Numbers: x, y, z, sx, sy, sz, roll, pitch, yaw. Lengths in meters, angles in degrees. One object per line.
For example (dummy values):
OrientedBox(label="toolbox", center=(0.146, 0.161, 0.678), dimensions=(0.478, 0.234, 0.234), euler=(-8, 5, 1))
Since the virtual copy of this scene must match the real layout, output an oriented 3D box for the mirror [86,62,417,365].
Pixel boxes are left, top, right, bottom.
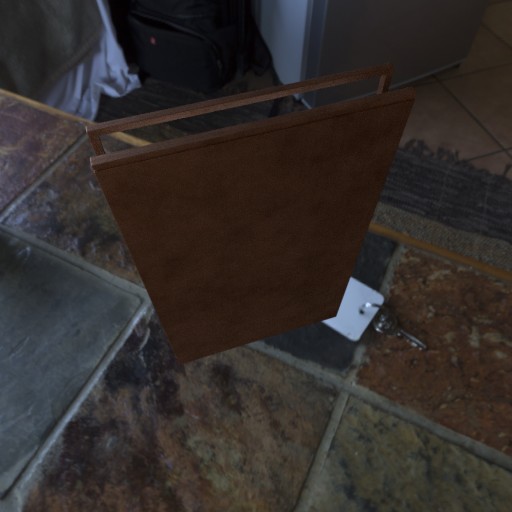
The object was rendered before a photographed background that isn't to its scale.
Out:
OrientedBox(label="mirror", center=(0.000, 0.000, 0.946), dimensions=(0.468, 0.768, 0.082), euler=(-15, 59, -10))
